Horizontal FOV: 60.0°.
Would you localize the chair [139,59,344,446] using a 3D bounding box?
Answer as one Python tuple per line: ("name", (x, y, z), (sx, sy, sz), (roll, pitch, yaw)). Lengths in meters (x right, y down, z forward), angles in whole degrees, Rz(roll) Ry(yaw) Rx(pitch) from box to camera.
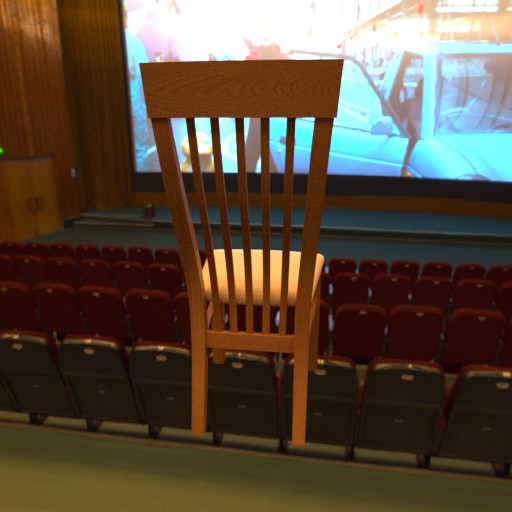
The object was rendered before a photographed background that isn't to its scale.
("chair", (0.000, 0.000, 1.371), (0.450, 1.050, 0.580), (2, 17, 8))
